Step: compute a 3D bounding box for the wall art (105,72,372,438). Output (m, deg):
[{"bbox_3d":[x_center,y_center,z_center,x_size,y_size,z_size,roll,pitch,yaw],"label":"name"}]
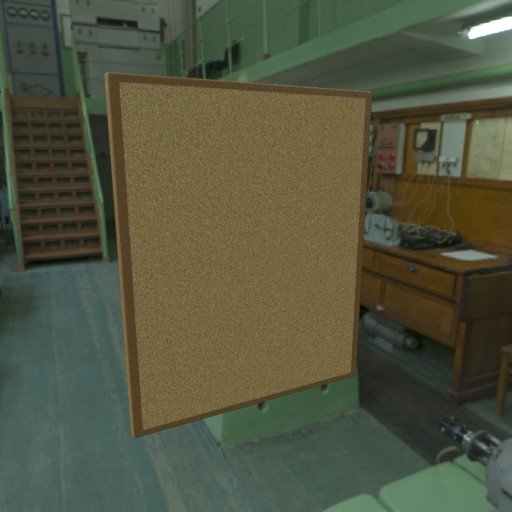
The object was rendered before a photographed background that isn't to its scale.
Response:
[{"bbox_3d":[0.000,0.000,0.753,0.449,0.550,0.021,-7,15,-26],"label":"wall art"}]
